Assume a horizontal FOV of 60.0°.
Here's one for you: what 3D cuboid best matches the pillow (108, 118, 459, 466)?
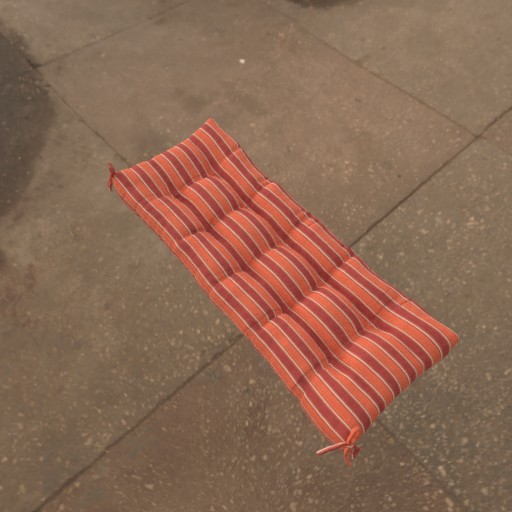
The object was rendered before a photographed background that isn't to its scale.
[{"bbox_3d":[0.000,0.000,1.359,0.511,0.174,1.194,-35,64,-20],"label":"pillow"}]
